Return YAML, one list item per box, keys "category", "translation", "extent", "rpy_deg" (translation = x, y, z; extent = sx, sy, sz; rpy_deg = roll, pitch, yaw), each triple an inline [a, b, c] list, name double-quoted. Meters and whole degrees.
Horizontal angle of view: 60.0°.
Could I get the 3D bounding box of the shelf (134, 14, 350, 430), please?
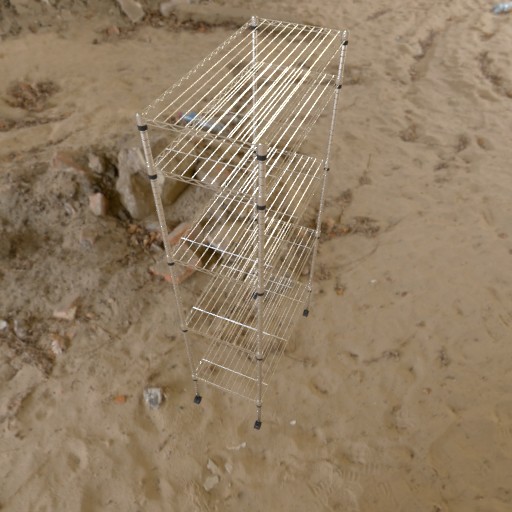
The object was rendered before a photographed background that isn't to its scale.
- category: "shelf"
  translation: [0.000, 0.000, 1.847]
  extent: [0.356, 1.587, 0.762]
  rpy_deg: [17, 49, 16]
